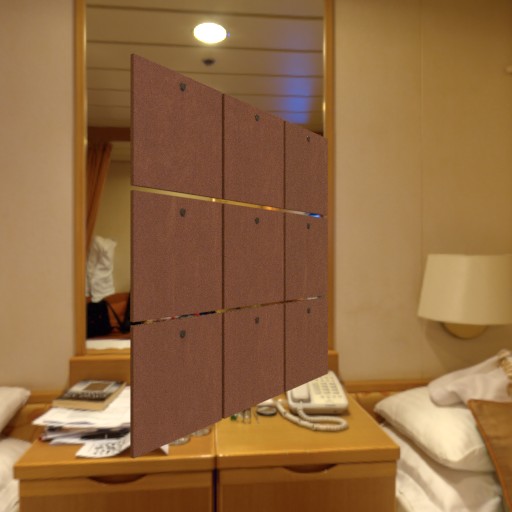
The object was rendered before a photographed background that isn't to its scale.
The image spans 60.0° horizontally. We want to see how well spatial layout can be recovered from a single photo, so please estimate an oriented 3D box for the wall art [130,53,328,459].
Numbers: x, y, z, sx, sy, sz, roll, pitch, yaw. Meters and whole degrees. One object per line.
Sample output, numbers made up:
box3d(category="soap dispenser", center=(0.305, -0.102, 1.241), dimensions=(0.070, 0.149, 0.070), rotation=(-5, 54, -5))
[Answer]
box3d(category="wall art", center=(0.000, 0.000, 1.361), dimensions=(0.018, 0.913, 0.915), rotation=(0, 0, 37))
